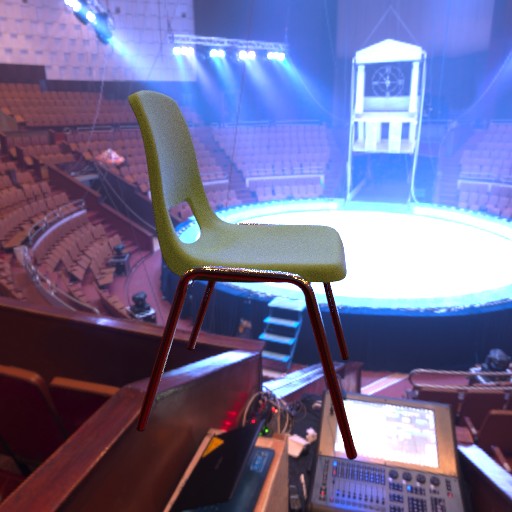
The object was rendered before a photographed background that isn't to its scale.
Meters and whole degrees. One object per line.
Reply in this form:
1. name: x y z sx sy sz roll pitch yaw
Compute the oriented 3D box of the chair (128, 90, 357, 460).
1. chair: 0.000 0.000 0.928 0.436 0.653 0.381 3 17 9
